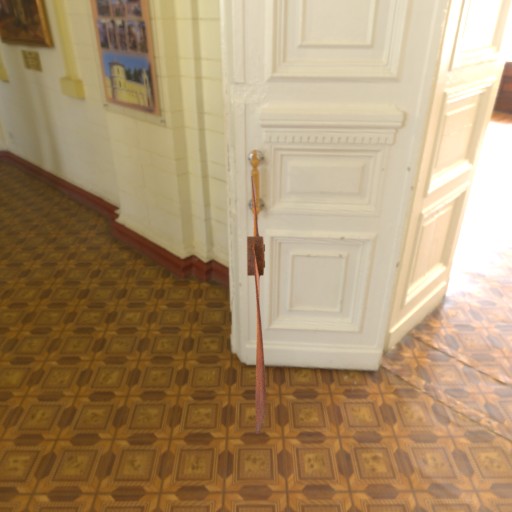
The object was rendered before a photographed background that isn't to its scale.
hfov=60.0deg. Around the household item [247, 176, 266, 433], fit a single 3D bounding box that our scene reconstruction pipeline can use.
[{"bbox_3d":[0.000,0.000,1.289,0.051,0.121,1.181,0,30,-1],"label":"household item"}]
